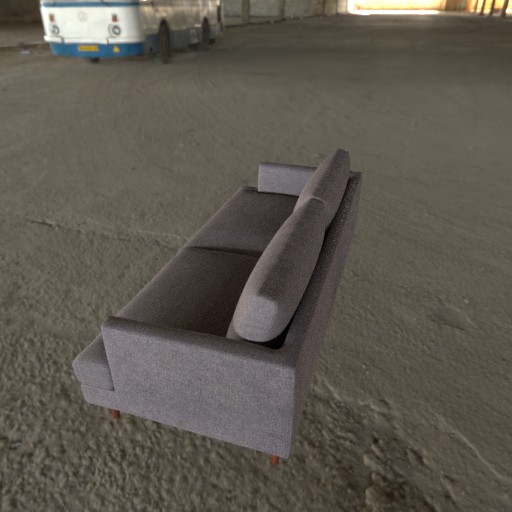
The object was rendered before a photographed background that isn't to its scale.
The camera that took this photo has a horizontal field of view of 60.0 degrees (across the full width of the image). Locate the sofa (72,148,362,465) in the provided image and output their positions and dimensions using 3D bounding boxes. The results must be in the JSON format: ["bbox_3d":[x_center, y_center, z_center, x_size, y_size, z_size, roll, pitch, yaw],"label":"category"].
[{"bbox_3d":[0.000,0.000,2.749,1.020,0.868,2.250,9,31,15],"label":"sofa"}]
